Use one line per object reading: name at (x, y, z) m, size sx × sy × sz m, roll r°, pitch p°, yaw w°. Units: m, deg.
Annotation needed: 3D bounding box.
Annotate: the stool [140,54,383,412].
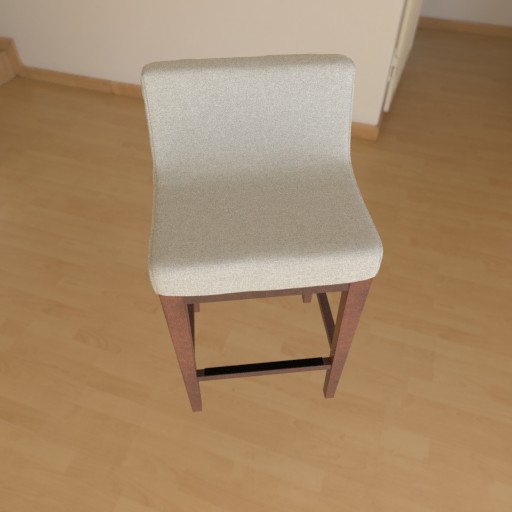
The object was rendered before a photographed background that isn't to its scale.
stool at (0.000, 0.000, 1.249) m, size 0.511 × 0.937 × 0.500 m, roll -4°, pitch 47°, yaw -4°
